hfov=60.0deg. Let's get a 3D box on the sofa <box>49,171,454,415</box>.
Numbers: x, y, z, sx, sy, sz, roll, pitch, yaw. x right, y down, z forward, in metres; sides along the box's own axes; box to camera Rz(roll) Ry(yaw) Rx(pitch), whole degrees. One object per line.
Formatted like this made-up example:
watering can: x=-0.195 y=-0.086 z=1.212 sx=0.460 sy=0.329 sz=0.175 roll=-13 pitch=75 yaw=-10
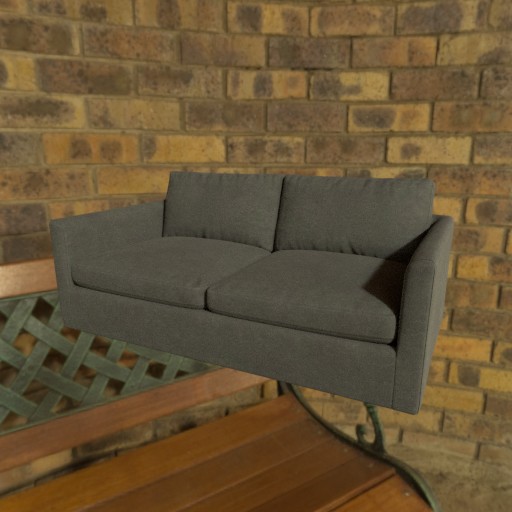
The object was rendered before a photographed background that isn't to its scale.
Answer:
sofa: x=0.000 y=0.000 z=2.427 sx=1.909 sy=0.845 sz=1.091 roll=7 pitch=15 yaw=26
